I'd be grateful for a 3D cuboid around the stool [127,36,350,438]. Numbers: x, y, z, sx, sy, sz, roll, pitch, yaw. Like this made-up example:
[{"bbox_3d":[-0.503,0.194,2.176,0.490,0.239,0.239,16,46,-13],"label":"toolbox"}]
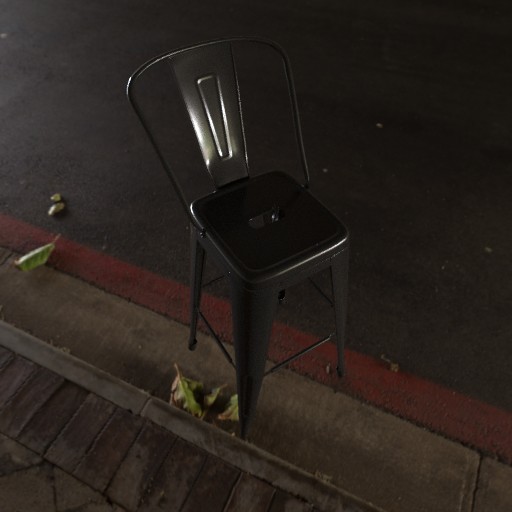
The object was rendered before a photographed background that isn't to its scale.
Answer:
[{"bbox_3d":[0.000,0.000,1.279,0.432,1.022,0.528,-25,52,-21],"label":"stool"}]
